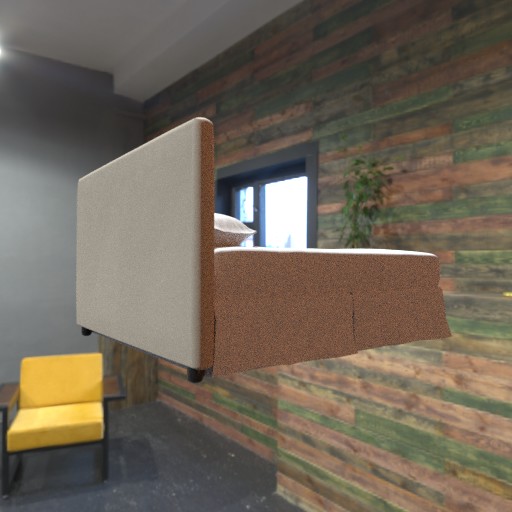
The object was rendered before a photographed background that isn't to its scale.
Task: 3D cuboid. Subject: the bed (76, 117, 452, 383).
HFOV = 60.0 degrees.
[{"bbox_3d":[0.000,0.000,3.625,2.319,1.317,2.119,1,-1,-37],"label":"bed"}]
